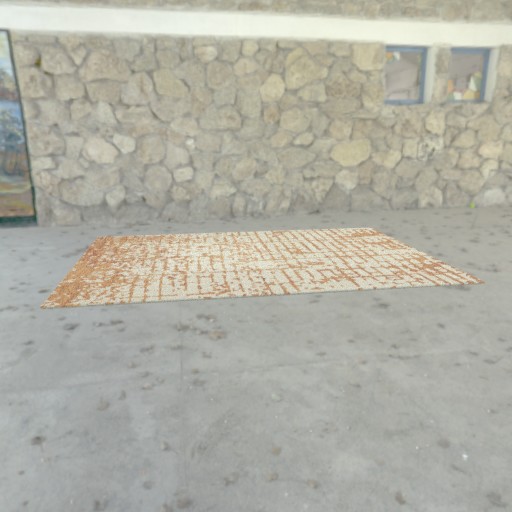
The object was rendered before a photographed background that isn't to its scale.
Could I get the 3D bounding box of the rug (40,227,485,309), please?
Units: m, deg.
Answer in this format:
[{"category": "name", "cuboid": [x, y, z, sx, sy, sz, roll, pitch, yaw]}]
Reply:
[{"category": "rug", "cuboid": [0.000, 0.000, 2.369, 1.829, 0.011, 1.219, -2, 15, -9]}]
